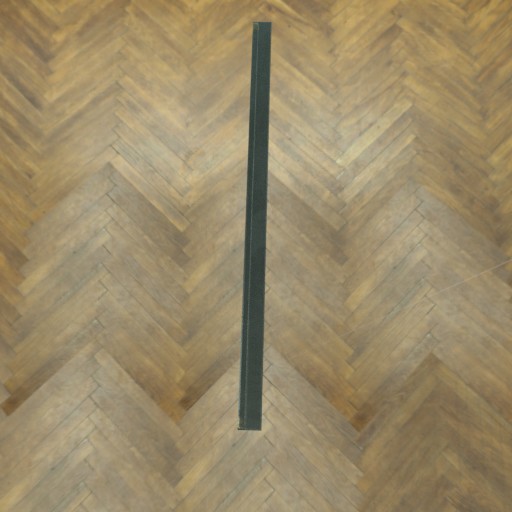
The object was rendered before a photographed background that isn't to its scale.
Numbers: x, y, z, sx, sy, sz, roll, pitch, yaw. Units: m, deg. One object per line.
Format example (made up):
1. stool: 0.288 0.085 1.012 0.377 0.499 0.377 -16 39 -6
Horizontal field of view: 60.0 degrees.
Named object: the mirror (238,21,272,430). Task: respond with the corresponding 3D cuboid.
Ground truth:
1. mirror: 0.000 0.000 0.576 0.020 0.381 0.382 2 75 0
